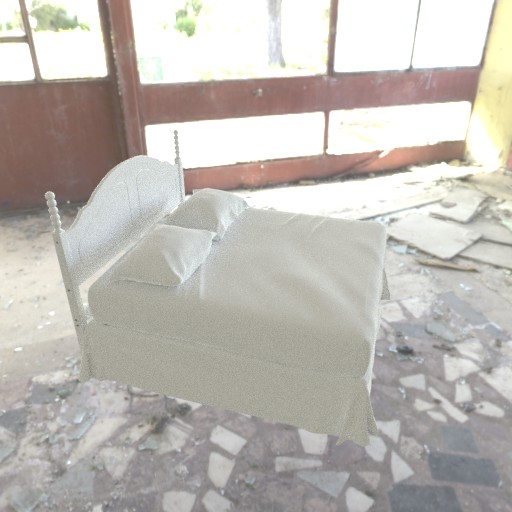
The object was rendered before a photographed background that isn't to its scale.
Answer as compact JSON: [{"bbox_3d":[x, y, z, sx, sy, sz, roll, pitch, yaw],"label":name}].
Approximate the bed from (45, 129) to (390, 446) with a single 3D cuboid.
[{"bbox_3d":[0.000,0.000,3.268,2.040,1.356,1.873,9,30,15],"label":"bed"}]
